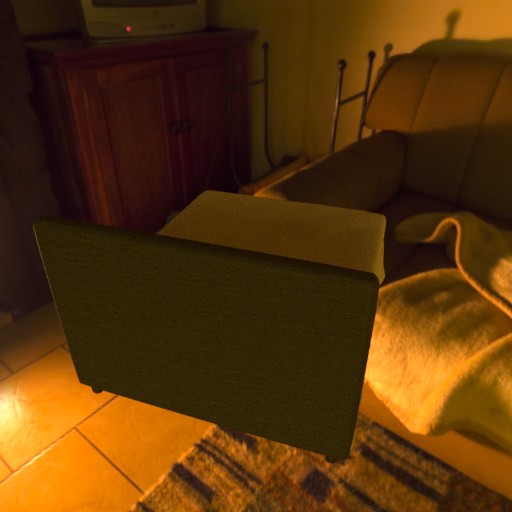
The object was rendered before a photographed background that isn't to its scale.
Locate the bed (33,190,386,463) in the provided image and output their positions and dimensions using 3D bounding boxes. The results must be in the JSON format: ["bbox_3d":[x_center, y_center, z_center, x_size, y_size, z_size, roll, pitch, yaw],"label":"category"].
[{"bbox_3d":[0.000,0.000,3.292,1.884,1.330,2.142,10,33,16],"label":"bed"}]
